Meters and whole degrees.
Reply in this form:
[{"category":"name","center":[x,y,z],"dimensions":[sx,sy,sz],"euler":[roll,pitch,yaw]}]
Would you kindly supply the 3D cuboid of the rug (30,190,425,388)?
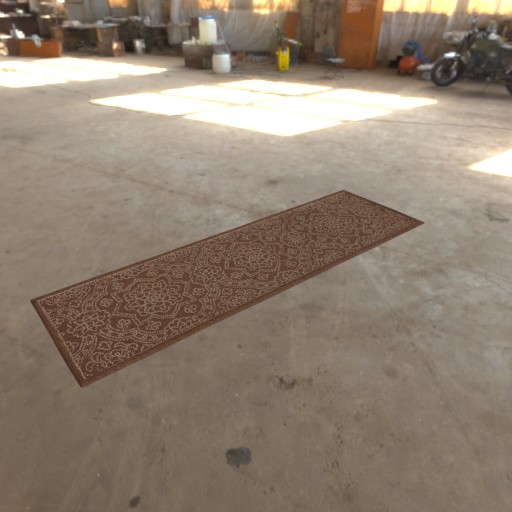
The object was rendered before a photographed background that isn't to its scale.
[{"category":"rug","center":[0.000,0.000,2.735],"dimensions":[2.448,0.012,0.769],"euler":[-22,37,-32]}]
